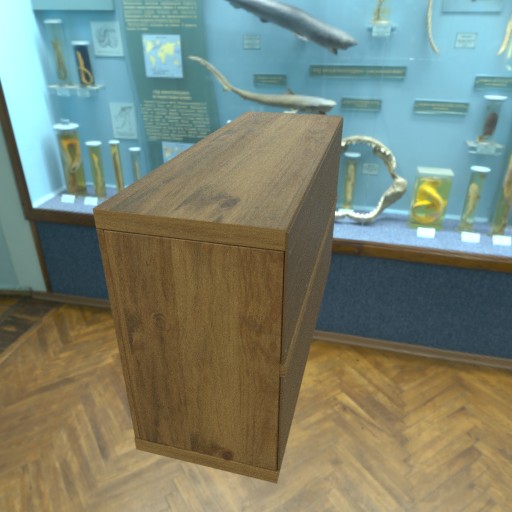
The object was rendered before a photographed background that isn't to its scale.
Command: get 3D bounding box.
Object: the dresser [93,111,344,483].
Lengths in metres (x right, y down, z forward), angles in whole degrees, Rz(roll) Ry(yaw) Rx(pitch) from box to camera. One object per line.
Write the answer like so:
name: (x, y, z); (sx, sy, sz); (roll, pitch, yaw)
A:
dresser: (0.000, 0.000, 1.673); (0.479, 0.825, 1.261); (7, 29, 13)
